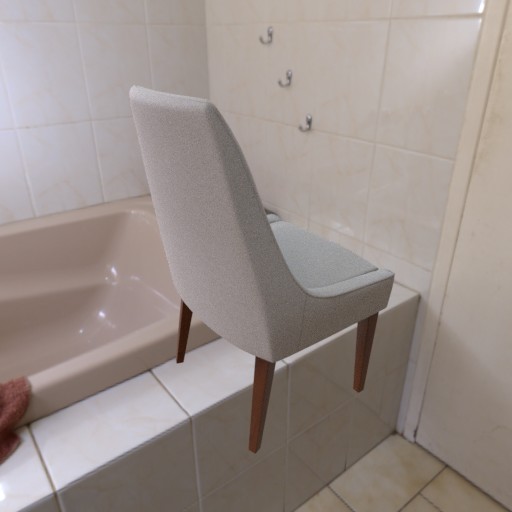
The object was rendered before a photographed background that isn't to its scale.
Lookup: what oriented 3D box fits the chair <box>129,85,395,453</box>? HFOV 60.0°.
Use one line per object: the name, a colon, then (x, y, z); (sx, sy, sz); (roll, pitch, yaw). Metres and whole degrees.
chair: (0.000, 0.000, 1.188); (0.544, 0.861, 0.529); (-17, 31, -31)
